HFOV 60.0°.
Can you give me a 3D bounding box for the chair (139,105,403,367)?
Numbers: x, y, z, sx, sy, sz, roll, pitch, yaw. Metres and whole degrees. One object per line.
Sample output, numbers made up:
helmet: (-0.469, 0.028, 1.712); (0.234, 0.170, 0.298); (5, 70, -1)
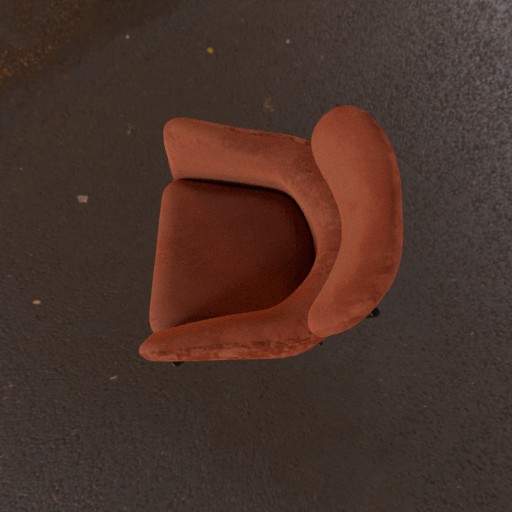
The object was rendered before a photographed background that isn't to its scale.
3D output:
chair: (0.000, 0.000, 1.120); (0.523, 0.772, 0.561); (3, 76, 1)
